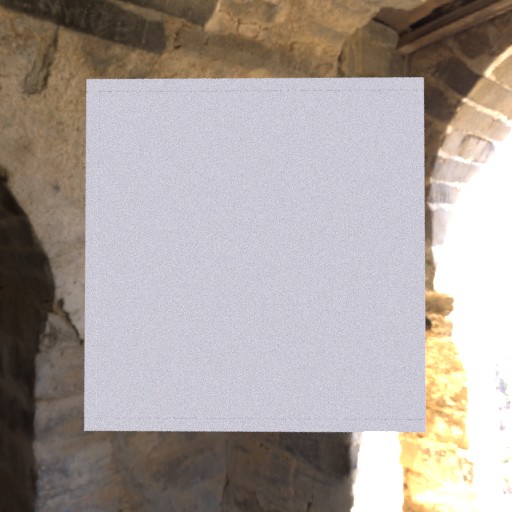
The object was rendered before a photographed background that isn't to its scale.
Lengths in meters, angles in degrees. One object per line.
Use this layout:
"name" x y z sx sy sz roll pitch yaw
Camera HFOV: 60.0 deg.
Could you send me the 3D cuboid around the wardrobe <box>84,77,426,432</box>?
"wardrobe" 0.000 0.000 0.851 0.500 0.520 0.400 0 -1 1
